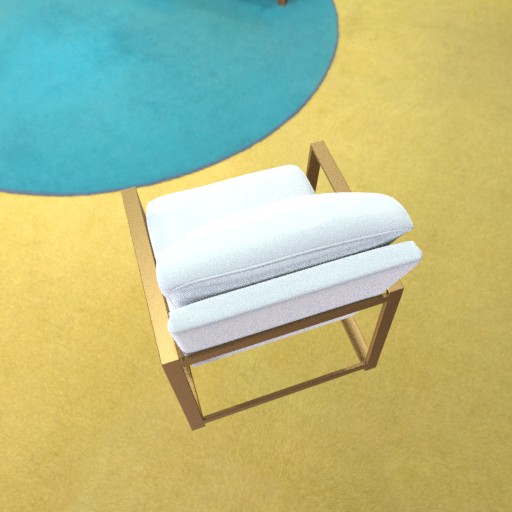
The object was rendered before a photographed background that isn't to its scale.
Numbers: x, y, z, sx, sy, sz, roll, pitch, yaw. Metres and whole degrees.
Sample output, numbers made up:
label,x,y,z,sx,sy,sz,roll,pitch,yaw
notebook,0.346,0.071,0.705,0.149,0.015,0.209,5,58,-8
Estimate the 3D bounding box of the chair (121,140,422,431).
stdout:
label,x,y,z,sx,sy,sz,roll,pitch,yaw
chair,0.000,0.000,1.603,0.805,0.966,0.813,-16,60,-10
